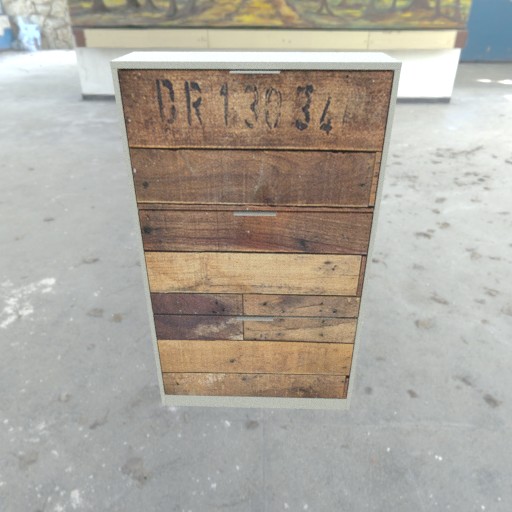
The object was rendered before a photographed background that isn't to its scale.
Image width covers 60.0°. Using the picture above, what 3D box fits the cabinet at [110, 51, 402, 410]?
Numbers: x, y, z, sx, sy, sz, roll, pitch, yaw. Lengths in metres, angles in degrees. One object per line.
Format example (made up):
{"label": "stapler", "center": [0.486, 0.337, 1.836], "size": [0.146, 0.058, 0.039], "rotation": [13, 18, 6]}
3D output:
{"label": "cabinet", "center": [0.000, 0.000, 1.553], "size": [0.750, 1.280, 0.250], "rotation": [1, 30, 1]}
